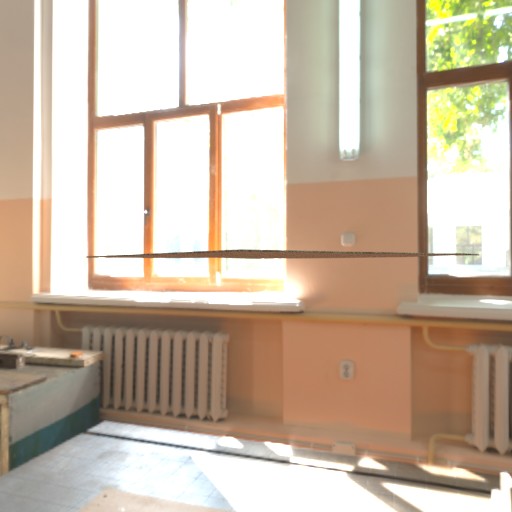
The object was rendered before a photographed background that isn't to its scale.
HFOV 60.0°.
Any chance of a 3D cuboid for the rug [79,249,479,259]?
[{"bbox_3d":[0.000,0.000,4.173,2.430,0.030,3.054,1,-1,-36],"label":"rug"}]
